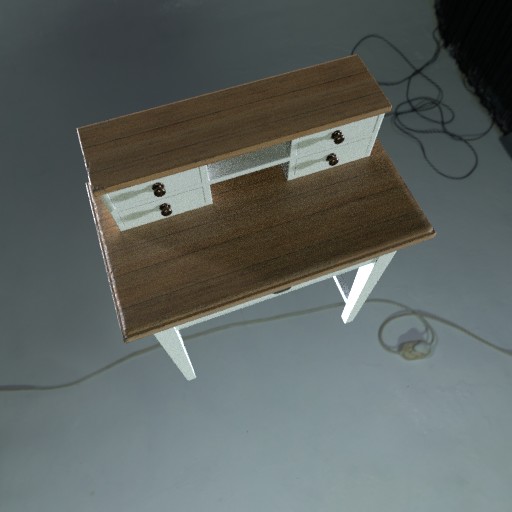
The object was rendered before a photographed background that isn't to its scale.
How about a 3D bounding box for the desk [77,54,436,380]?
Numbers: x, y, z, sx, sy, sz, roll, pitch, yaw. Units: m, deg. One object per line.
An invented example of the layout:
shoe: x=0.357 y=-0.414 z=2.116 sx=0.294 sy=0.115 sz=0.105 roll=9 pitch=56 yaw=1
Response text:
desk: x=0.000 y=0.000 z=1.425 sx=0.814 sy=0.981 sz=0.462 roll=-18 pitch=65 yaw=-9
